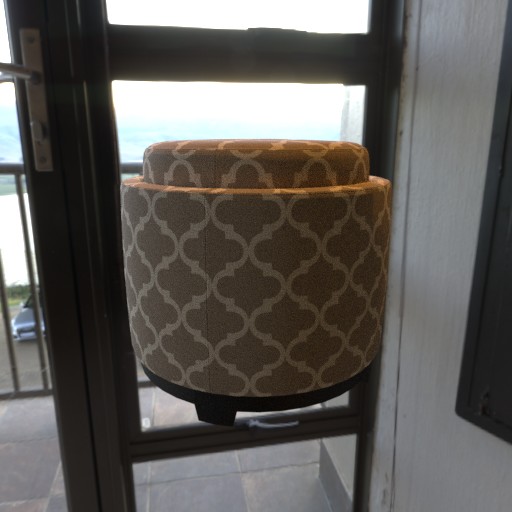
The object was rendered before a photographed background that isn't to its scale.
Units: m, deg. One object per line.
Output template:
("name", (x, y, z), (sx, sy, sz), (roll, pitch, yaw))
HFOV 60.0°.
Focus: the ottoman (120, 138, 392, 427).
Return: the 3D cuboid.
("ottoman", (0.000, 0.000, 0.839), (0.480, 0.429, 0.480), (0, 14, 0))
